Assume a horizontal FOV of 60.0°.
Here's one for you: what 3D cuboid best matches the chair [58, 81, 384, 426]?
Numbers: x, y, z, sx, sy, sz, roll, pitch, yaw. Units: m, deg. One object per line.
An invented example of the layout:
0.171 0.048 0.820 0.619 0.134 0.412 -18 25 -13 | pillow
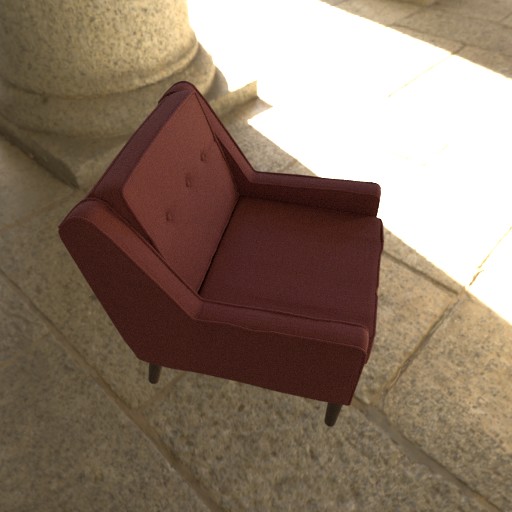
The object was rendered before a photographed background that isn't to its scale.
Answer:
0.000 0.000 1.391 0.770 0.812 0.680 10 48 9 | chair
